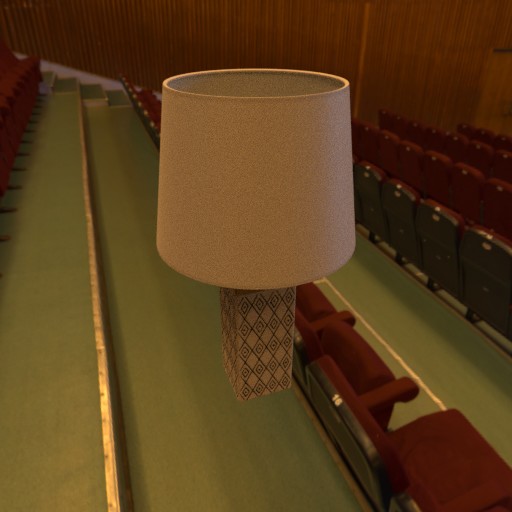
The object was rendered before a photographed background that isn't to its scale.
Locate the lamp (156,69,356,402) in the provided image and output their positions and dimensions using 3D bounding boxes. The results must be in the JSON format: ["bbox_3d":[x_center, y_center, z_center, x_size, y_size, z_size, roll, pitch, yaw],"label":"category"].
[{"bbox_3d":[0.000,0.000,0.586,0.251,0.435,0.251,0,30,0],"label":"lamp"}]
